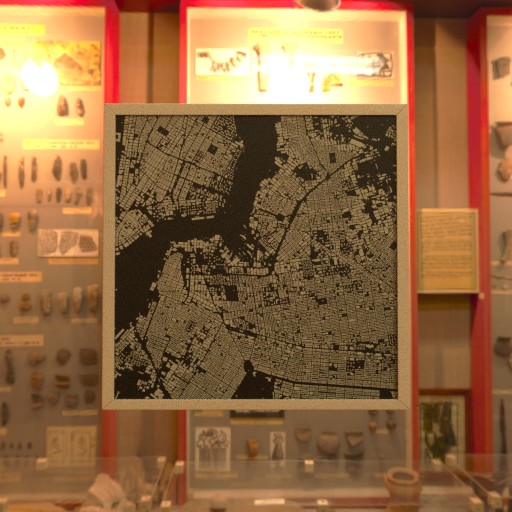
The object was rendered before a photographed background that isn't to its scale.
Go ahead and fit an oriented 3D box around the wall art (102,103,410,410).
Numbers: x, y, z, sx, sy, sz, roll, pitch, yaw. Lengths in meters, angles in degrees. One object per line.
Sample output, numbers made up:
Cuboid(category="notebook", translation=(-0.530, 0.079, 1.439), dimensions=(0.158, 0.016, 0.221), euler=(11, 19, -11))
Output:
Cuboid(category="wall art", translation=(0.000, 0.000, 1.126), dimensions=(0.761, 0.762, 0.050), euler=(0, -1, 0))
